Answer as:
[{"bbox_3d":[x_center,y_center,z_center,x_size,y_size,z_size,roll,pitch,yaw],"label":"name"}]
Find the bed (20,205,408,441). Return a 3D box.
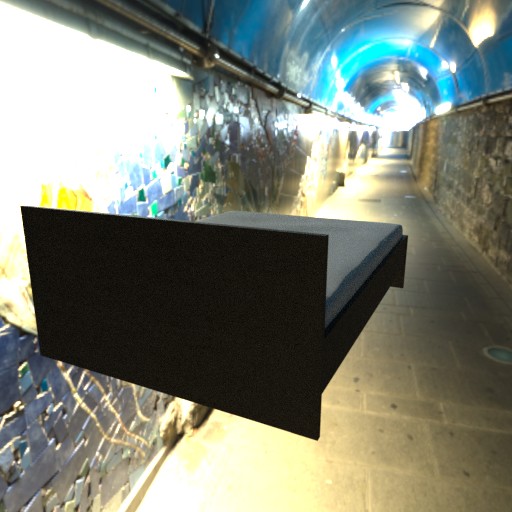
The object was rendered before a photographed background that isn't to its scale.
[{"bbox_3d":[0.000,0.000,2.859,1.585,0.823,2.073,7,17,26],"label":"bed"}]
